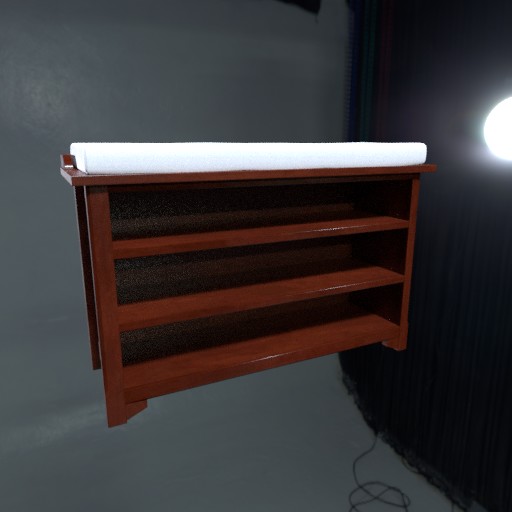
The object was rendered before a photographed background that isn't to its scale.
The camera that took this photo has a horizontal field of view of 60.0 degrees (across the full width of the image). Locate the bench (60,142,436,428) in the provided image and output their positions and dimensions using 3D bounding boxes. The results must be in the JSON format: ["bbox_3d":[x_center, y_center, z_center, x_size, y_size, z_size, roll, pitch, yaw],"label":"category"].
[{"bbox_3d":[0.000,0.000,1.302,0.987,0.646,0.369,-7,16,-25],"label":"bench"}]
